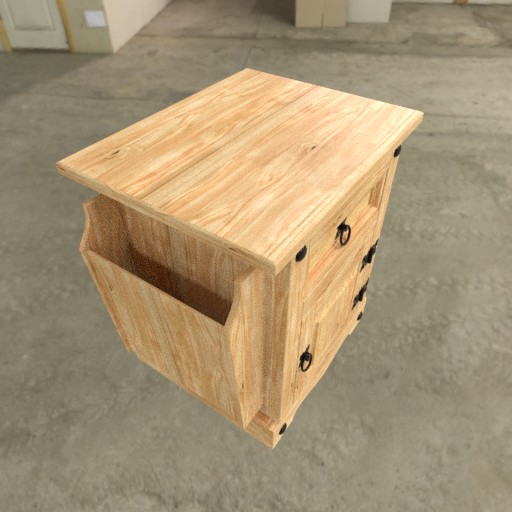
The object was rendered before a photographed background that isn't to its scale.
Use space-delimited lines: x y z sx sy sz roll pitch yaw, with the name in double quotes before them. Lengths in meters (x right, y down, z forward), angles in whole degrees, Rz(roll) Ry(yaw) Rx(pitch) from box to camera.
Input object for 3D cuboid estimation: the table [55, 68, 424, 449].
"table" 0.000 0.000 0.872 0.380 0.515 0.530 25 48 25
